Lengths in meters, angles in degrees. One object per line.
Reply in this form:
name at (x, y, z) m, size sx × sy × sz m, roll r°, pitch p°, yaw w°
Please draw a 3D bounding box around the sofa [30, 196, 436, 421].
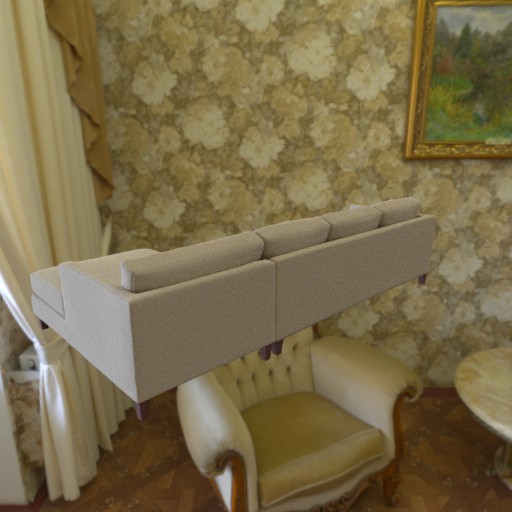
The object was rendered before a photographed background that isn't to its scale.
sofa at (0.000, 0.000, 3.792) m, size 3.186 × 0.861 × 1.625 m, roll -15°, pitch 22°, yaw -41°
